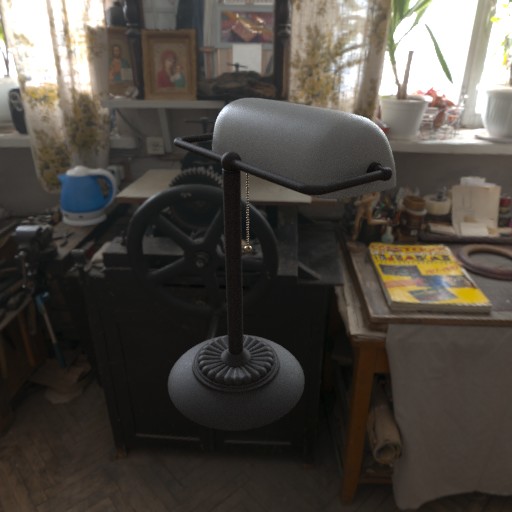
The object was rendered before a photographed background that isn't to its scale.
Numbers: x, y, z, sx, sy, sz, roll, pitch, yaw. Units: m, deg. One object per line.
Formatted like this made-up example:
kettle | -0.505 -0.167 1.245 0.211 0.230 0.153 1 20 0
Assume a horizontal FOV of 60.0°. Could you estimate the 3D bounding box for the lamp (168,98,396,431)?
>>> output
lamp | 0.000 0.000 0.529 0.243 0.339 0.264 -18 31 -32
